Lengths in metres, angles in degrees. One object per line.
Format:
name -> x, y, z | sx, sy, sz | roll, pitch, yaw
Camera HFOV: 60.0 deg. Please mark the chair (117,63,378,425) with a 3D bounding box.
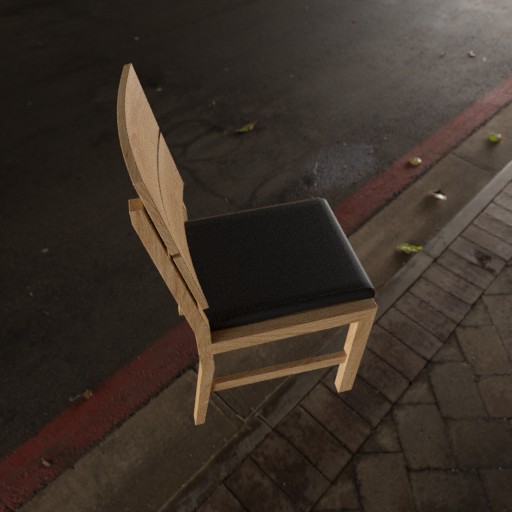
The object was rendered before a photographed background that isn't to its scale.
chair -> 0.000, 0.000, 1.266 | 0.569, 0.950, 0.475 | -10, 47, -9
